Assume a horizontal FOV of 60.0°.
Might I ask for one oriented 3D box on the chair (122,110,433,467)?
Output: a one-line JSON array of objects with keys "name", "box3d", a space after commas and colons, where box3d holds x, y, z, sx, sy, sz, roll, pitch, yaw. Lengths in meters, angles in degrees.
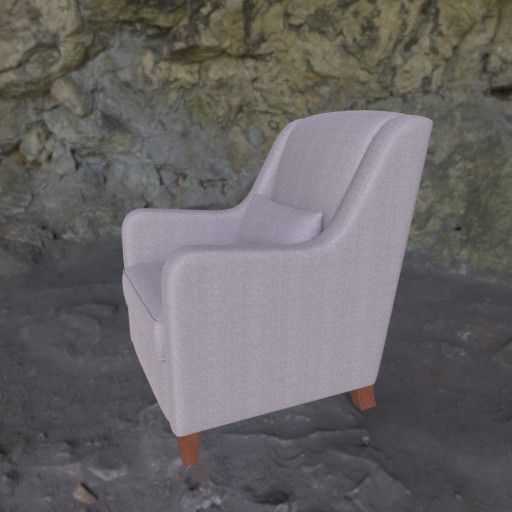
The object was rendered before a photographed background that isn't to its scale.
[{"name": "chair", "box3d": [0.000, 0.000, 1.612, 0.890, 1.017, 0.715, -8, 18, -24]}]
